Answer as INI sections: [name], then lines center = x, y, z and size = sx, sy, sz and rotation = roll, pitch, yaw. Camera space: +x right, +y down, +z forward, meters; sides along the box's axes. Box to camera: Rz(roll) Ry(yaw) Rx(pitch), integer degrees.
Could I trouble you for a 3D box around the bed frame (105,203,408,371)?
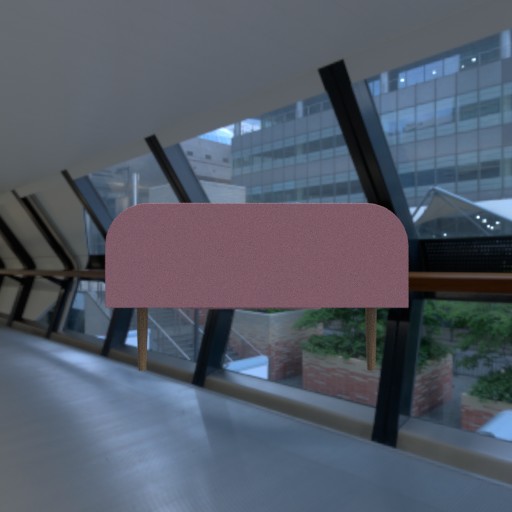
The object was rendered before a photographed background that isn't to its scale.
[bed frame]
center = 0.000, 0.000, 2.441
size = 0.998, 0.805, 1.963
rotation = 0, 0, 0
